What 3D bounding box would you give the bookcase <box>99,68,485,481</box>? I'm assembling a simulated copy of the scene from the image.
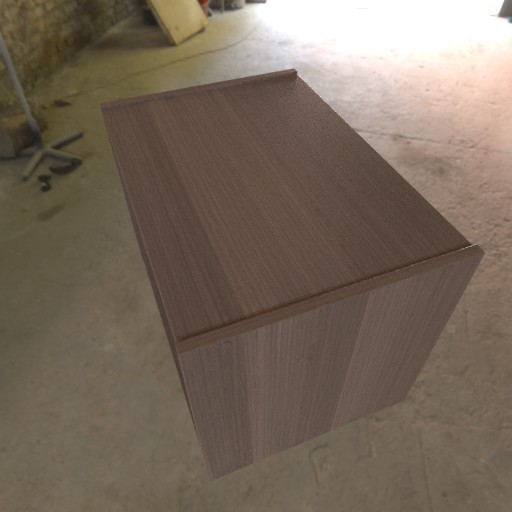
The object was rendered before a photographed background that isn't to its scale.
[{"bbox_3d":[0.000,0.000,0.614,0.290,0.305,0.415,-16,49,-15],"label":"bookcase"}]
